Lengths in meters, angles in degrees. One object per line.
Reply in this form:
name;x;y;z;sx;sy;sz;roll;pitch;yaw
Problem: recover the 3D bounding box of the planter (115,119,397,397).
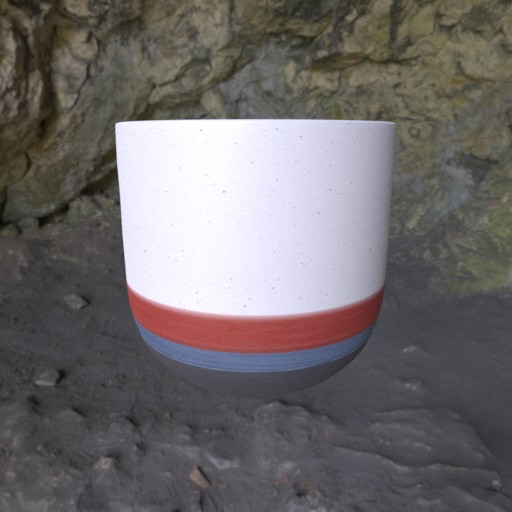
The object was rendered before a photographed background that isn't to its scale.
planter;0.000;0.000;0.473;0.268;0.270;0.268;0;15;0
